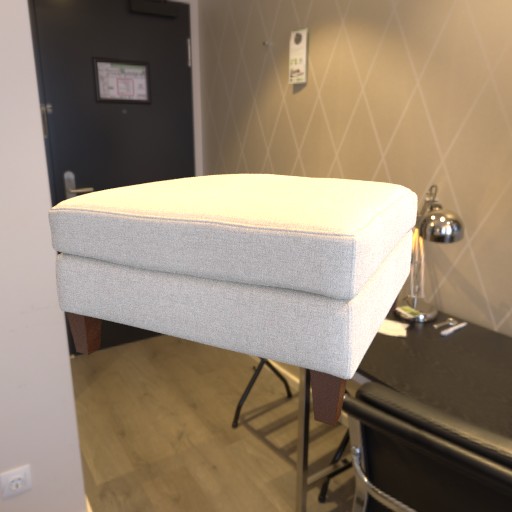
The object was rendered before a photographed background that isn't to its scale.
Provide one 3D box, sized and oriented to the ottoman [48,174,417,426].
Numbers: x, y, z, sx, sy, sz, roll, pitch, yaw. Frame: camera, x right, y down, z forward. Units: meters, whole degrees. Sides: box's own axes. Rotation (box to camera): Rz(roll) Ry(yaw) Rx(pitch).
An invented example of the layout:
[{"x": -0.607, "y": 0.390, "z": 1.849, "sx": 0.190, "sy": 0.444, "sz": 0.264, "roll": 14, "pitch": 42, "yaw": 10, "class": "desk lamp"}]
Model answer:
[{"x": 0.000, "y": 0.000, "z": 1.377, "sx": 0.838, "sy": 0.478, "sz": 0.838, "roll": 7, "pitch": 17, "yaw": 26, "class": "ottoman"}]
